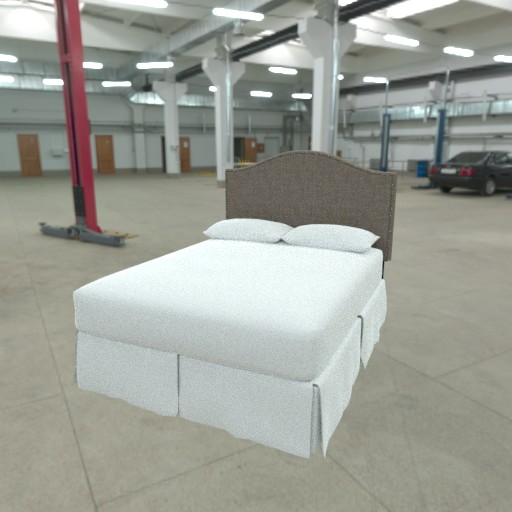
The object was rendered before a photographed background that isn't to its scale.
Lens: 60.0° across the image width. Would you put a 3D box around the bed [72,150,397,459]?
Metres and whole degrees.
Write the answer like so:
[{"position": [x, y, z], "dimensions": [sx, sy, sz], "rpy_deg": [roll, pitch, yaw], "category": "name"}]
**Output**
[{"position": [0.000, 0.000, 3.300], "dimensions": [1.713, 1.518, 2.153], "rpy_deg": [6, 15, 24], "category": "bed"}]
